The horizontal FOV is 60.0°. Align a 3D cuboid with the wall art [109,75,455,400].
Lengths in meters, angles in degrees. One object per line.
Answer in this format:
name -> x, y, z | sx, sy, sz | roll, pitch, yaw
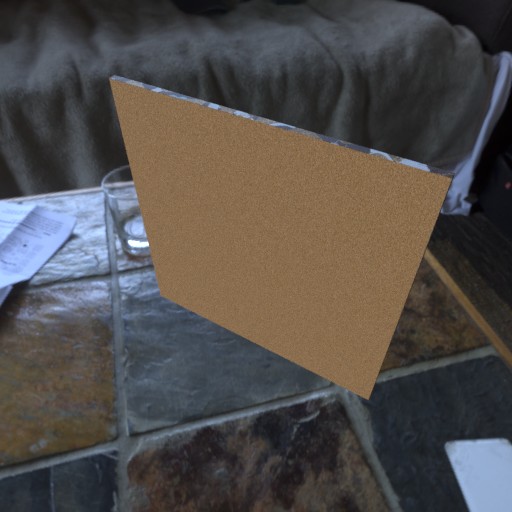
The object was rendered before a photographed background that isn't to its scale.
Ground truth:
wall art -> 0.000, 0.000, 0.605 | 0.404, 0.406, 0.010 | 23, 49, 21
